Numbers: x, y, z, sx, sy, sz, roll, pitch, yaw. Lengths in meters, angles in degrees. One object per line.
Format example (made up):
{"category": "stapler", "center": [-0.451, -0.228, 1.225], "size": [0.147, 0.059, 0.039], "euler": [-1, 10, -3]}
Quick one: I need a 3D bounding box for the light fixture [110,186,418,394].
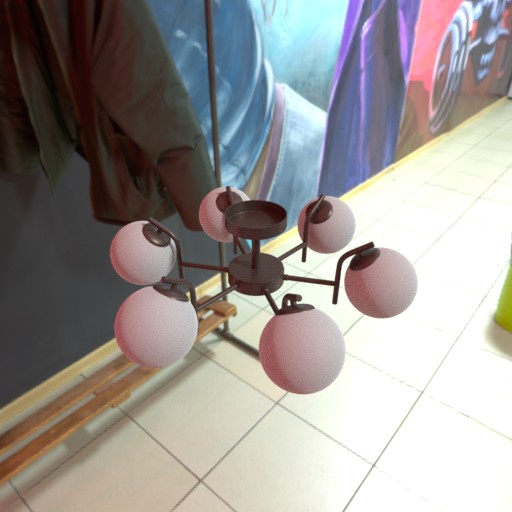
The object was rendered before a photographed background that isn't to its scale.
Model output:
{"category": "light fixture", "center": [0.000, 0.000, 0.935], "size": [0.662, 0.201, 0.662], "euler": [0, 32, 0]}
